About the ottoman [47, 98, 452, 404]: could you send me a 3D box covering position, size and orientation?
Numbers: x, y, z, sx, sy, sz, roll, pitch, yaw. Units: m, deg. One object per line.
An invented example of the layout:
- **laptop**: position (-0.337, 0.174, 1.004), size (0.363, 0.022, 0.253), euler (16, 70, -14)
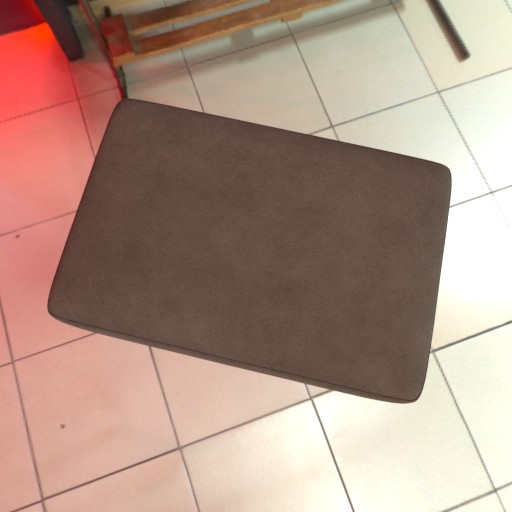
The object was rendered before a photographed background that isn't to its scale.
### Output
- **ottoman**: position (0.000, 0.000, 1.188), size (0.864, 0.483, 0.584), euler (13, 76, 3)
